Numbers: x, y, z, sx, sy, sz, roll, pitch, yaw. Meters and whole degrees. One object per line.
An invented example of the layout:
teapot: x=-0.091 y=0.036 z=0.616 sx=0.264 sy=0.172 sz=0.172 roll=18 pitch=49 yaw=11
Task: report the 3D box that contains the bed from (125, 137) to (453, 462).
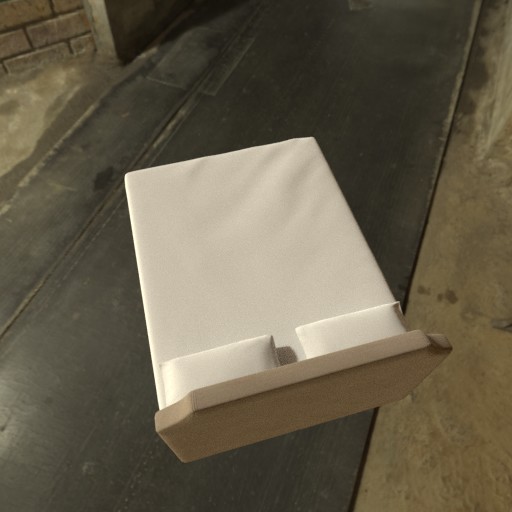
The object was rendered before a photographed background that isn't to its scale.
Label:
bed: x=0.000 y=0.000 z=3.555 sx=1.977 sy=1.293 sz=2.498 roll=-13 pitch=58 yaw=-8
